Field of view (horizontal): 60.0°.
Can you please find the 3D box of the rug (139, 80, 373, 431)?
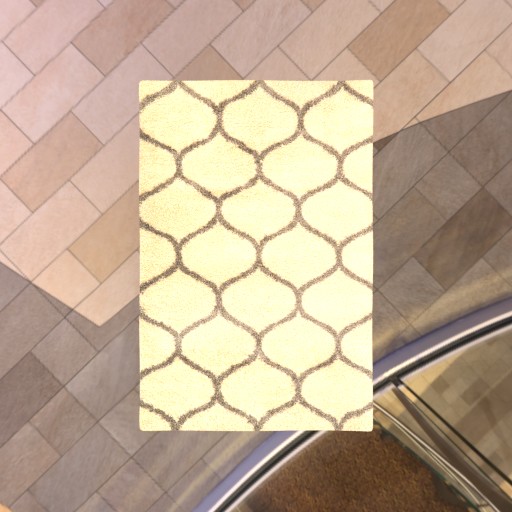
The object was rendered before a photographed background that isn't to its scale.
[{"bbox_3d":[0.000,0.000,3.417,1.801,0.026,2.701,0,90,0],"label":"rug"}]
